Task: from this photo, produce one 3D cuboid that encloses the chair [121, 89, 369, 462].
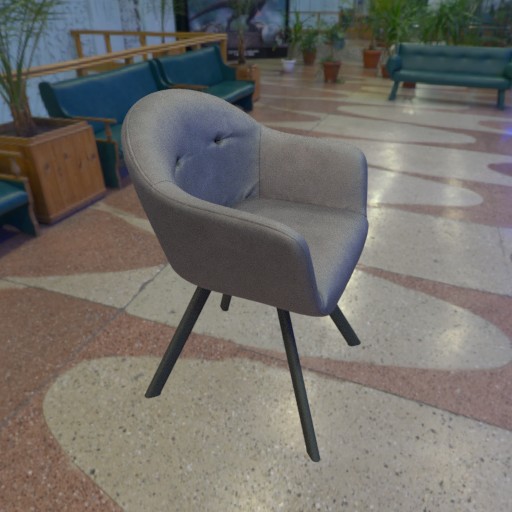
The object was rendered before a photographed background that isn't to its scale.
[{"bbox_3d":[0.000,0.000,1.161,0.544,0.781,0.567,13,33,20],"label":"chair"}]
